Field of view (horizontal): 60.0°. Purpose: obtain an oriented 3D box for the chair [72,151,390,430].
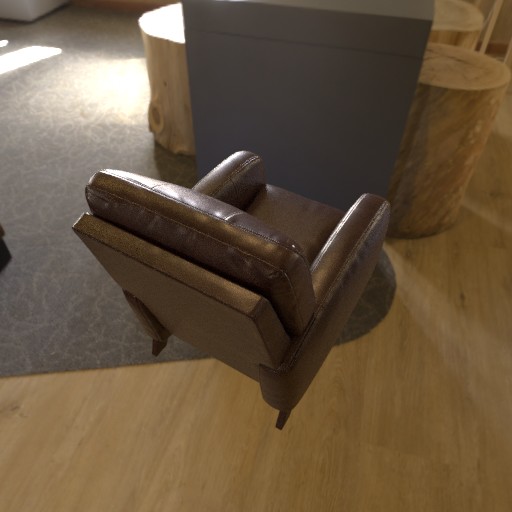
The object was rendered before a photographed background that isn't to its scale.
[{"bbox_3d":[0.000,0.000,1.686,0.762,0.990,0.990,24,51,21],"label":"chair"}]
